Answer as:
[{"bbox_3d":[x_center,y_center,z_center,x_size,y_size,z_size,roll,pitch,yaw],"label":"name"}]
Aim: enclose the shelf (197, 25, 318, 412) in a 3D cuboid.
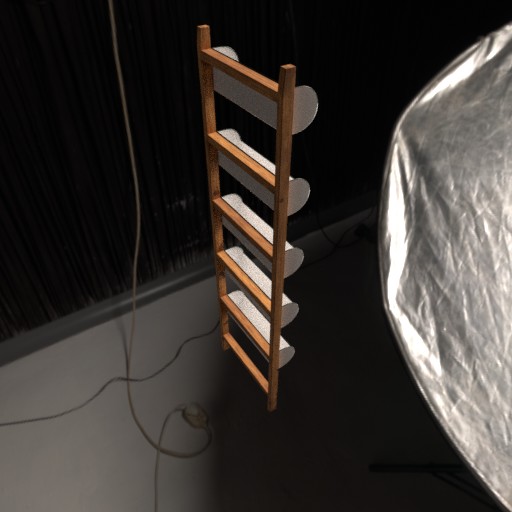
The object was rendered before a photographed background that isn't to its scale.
[{"bbox_3d":[0.000,0.000,1.767,0.141,1.600,0.454,-24,47,-25],"label":"shelf"}]
